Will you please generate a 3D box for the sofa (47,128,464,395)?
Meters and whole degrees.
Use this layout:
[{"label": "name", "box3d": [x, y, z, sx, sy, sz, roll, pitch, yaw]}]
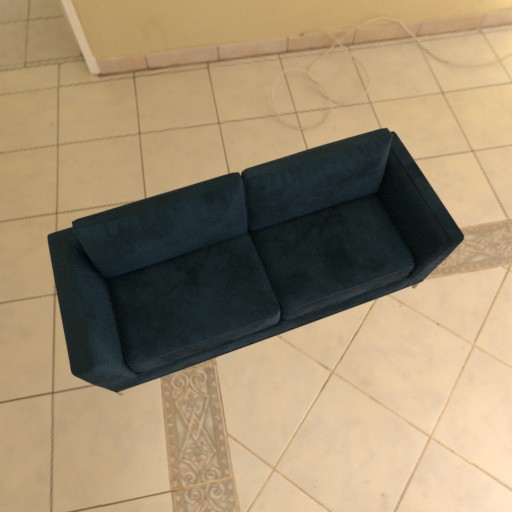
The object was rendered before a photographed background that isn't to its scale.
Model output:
[{"label": "sofa", "box3d": [0.000, 0.000, 2.705, 2.212, 0.998, 0.853, -18, 65, -9]}]
